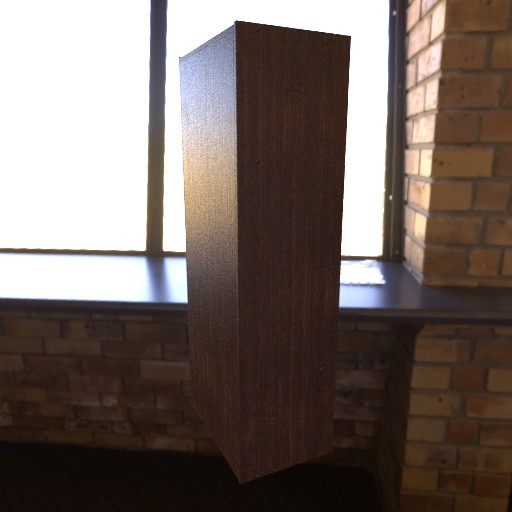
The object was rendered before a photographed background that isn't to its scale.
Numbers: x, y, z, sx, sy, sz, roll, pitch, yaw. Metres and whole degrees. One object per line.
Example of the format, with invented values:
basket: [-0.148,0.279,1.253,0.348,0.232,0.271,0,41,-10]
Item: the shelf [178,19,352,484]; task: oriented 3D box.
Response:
shelf: [0.000,0.000,1.263,0.290,1.099,0.415,-6,15,-25]
